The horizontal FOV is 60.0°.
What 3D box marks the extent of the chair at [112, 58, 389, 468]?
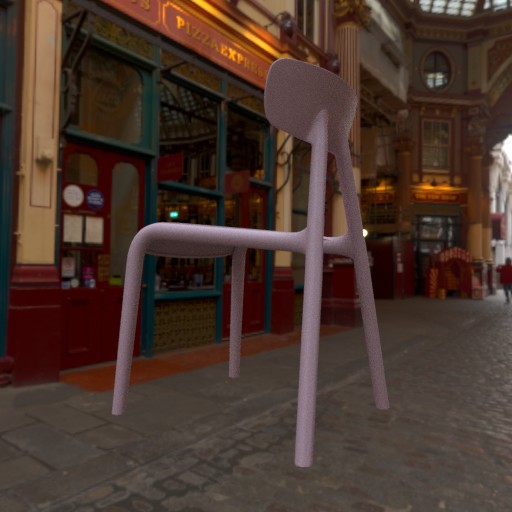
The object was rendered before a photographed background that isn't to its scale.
[{"bbox_3d":[0.000,0.000,0.838,0.401,0.580,0.356,-1,-2,36],"label":"chair"}]
